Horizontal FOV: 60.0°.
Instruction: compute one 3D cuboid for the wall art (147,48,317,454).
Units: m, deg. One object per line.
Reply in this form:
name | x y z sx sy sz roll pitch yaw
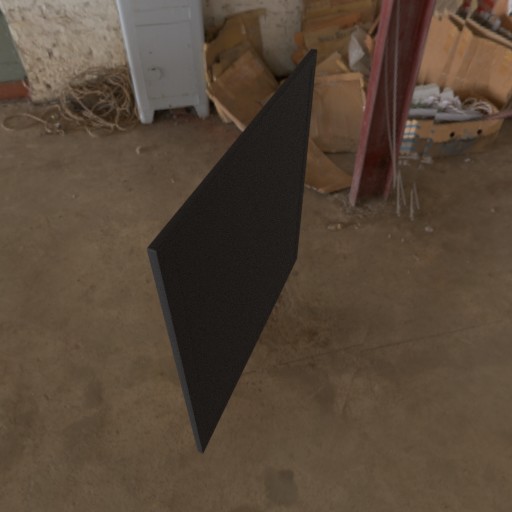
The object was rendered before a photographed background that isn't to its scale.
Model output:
wall art | 0.000 0.000 0.835 0.012 0.558 0.562 17 48 15
